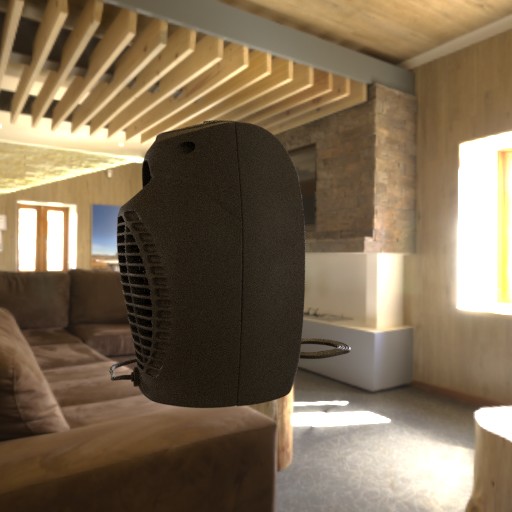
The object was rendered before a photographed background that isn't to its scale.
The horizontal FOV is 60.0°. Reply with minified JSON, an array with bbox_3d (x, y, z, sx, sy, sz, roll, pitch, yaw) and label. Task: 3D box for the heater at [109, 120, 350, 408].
[{"bbox_3d":[0.000,0.000,0.463,0.291,0.240,0.239,0,0,-19],"label":"heater"}]
